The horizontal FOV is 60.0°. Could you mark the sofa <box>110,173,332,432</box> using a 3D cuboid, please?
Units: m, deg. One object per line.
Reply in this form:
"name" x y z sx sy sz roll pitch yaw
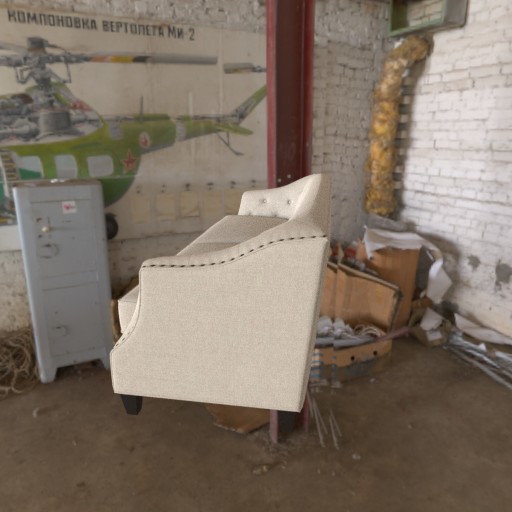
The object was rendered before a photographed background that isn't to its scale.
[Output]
"sofa" 0.000 0.000 2.814 0.914 0.901 2.235 3 16 9
